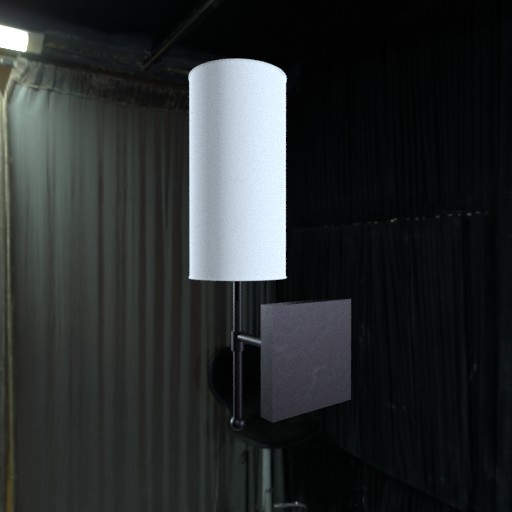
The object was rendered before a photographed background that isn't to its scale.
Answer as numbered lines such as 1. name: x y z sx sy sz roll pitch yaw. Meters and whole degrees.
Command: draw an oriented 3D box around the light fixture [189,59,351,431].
1. light fixture: 0.000 0.000 0.552 0.128 0.462 0.208 0 1 -37
